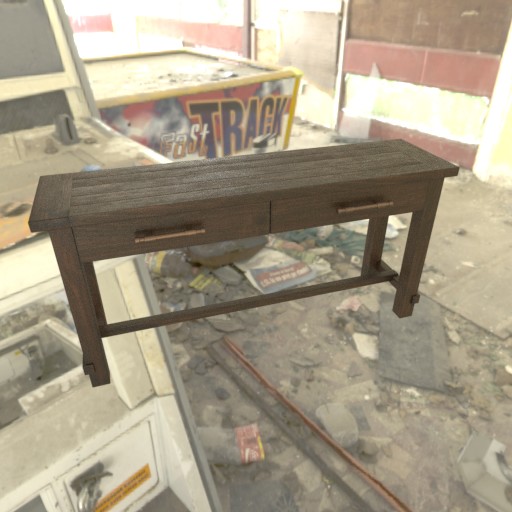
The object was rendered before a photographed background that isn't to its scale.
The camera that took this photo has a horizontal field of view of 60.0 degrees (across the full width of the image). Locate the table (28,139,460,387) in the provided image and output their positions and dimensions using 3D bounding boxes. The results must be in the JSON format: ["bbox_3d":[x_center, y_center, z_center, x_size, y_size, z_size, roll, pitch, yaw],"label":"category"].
[{"bbox_3d":[0.000,0.000,1.924,1.599,0.762,0.442,-9,33,-15],"label":"table"}]
